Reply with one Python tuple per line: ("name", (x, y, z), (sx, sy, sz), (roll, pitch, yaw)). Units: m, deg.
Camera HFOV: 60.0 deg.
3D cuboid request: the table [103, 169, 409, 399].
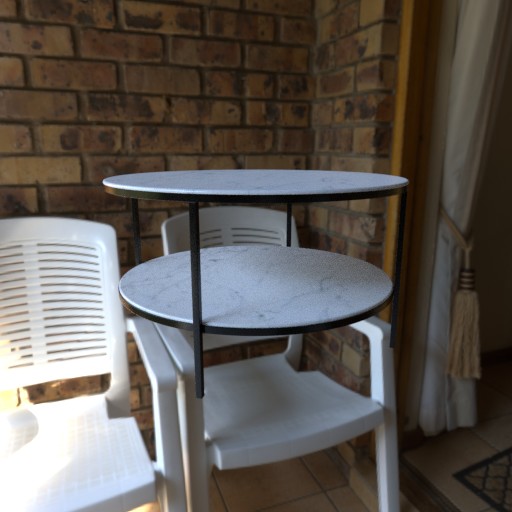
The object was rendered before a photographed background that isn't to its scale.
("table", (0.000, 0.000, 1.274), (0.800, 0.450, 0.800), (0, 14, 0))
